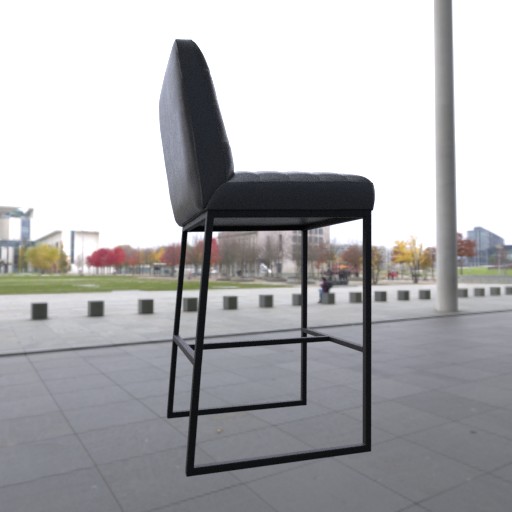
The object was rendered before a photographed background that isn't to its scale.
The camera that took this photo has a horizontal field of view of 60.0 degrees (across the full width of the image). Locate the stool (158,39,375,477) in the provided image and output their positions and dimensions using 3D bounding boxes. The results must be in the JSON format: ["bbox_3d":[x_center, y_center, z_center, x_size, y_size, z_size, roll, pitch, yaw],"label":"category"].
[{"bbox_3d":[0.000,0.000,1.319,0.552,1.040,0.457,1,-2,-17],"label":"stool"}]
